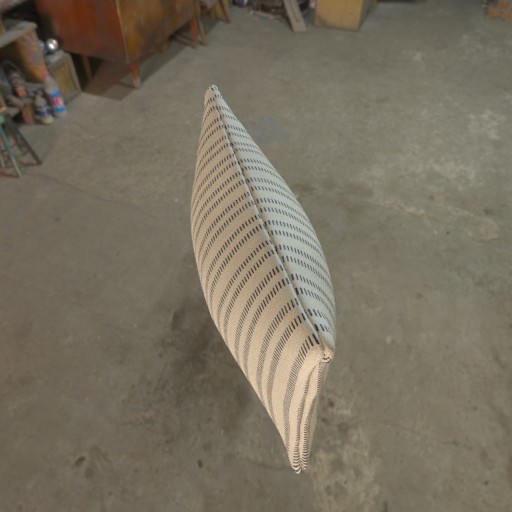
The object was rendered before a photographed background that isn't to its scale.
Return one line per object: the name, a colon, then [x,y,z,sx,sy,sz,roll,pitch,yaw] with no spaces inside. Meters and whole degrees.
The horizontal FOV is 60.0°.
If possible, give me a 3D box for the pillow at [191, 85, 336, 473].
pillow: [0.000,0.000,0.793,0.210,0.353,0.640,-11,47,-10]
